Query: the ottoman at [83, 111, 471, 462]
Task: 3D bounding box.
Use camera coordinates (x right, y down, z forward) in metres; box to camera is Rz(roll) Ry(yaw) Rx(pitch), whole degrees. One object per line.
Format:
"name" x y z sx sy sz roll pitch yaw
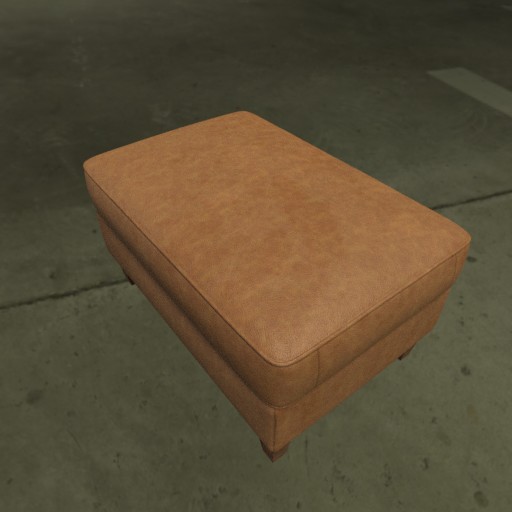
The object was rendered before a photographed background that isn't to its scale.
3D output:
"ottoman" 0.000 0.000 1.193 0.584 0.483 0.864 -27 48 -27
